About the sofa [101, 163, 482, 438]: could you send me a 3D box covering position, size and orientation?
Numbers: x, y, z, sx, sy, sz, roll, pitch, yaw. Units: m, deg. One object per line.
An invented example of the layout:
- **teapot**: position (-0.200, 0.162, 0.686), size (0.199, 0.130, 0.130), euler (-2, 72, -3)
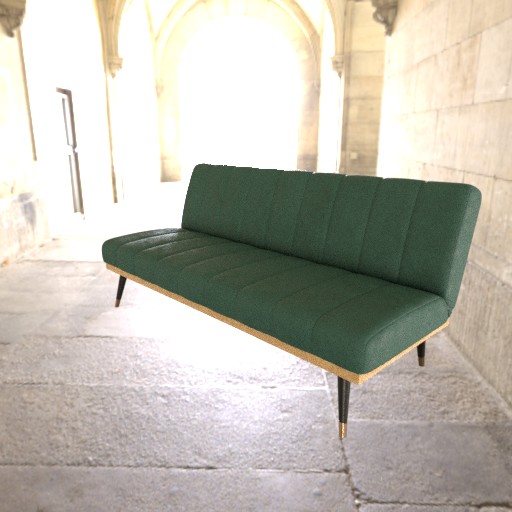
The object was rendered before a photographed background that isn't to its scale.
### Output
- **sofa**: position (0.000, 0.000, 2.245), size (0.830, 0.820, 1.810), euler (-15, 21, -42)
